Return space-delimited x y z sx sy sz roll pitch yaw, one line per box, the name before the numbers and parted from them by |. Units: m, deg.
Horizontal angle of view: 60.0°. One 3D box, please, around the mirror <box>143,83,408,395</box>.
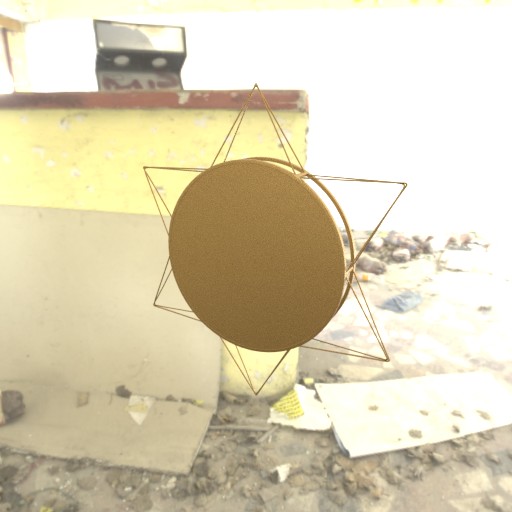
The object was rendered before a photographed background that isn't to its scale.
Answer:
mirror | 0.000 0.000 0.797 0.498 0.581 0.062 9 19 26
